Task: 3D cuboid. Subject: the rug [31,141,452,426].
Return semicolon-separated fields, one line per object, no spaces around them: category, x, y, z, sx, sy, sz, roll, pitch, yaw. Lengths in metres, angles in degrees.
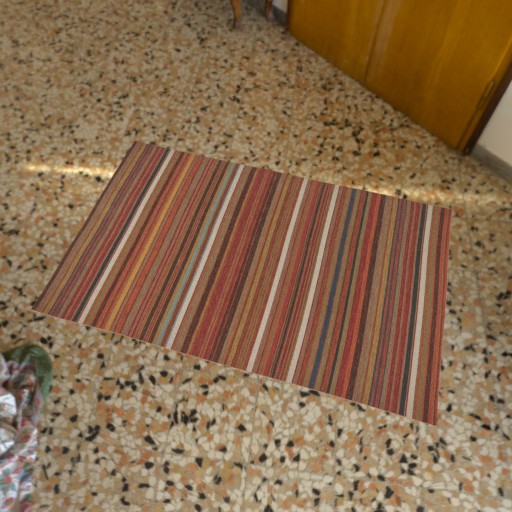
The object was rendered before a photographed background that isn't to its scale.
rug;0.000;0.000;2.914;2.438;0.008;1.523;14;59;9
